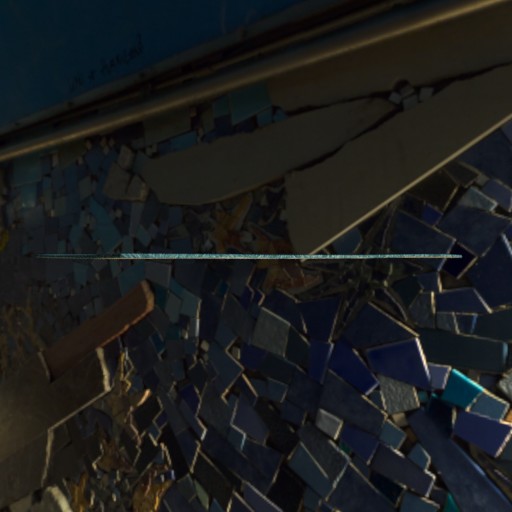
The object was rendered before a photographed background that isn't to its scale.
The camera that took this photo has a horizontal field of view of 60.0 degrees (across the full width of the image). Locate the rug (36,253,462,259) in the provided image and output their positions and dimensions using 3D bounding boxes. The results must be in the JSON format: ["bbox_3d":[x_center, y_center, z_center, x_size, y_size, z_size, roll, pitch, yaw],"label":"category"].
[{"bbox_3d":[0.000,0.000,2.134,1.728,0.017,1.136,0,0,-37],"label":"rug"}]
